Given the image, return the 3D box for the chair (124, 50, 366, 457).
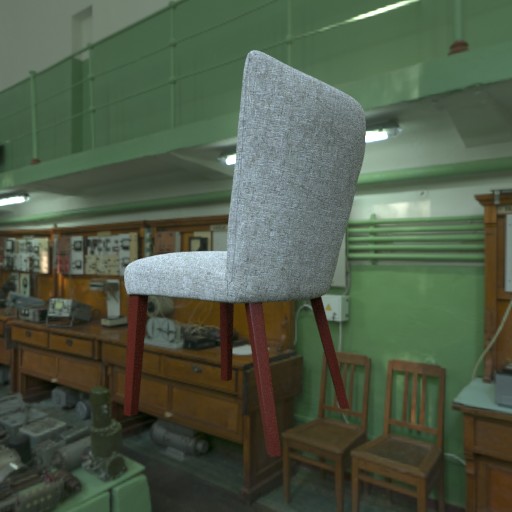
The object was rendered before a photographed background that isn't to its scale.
[{"bbox_3d":[0.000,0.000,1.304,0.623,0.924,0.535,0,0,35],"label":"chair"}]
